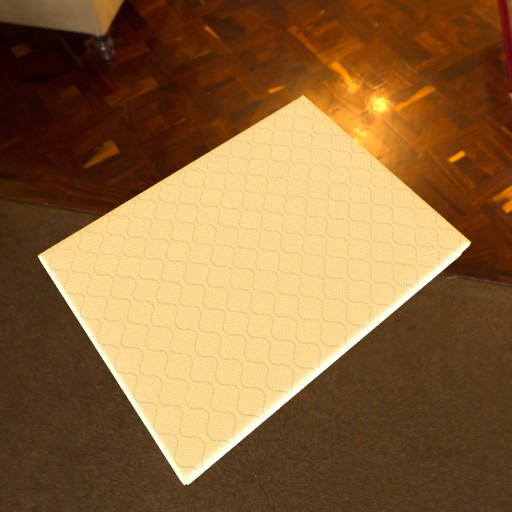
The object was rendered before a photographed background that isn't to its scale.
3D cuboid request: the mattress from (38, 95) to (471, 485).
[{"bbox_3d":[0.000,0.000,2.475,1.900,0.200,1.400,-35,69,-16],"label":"mattress"}]
